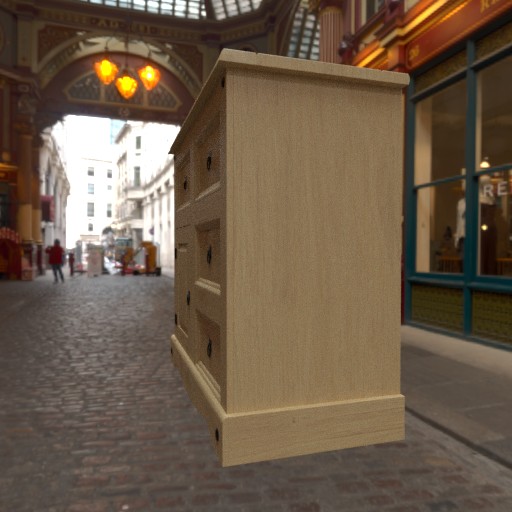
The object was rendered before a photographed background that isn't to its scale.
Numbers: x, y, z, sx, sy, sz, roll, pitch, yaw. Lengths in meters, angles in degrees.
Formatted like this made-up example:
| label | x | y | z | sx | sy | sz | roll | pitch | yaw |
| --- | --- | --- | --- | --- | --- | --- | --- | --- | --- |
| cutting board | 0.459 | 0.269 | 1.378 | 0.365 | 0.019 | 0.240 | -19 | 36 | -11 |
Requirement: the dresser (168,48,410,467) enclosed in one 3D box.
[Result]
| label | x | y | z | sx | sy | sz | roll | pitch | yaw |
| --- | --- | --- | --- | --- | --- | --- | --- | --- | --- |
| dresser | 0.000 | 0.000 | 1.378 | 0.440 | 0.835 | 0.915 | 0 | 1 | -17 |
